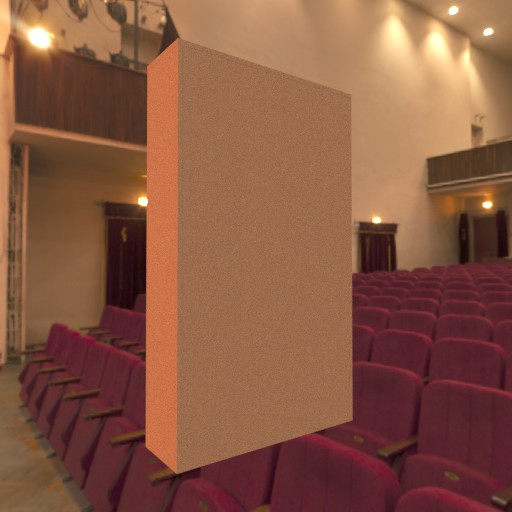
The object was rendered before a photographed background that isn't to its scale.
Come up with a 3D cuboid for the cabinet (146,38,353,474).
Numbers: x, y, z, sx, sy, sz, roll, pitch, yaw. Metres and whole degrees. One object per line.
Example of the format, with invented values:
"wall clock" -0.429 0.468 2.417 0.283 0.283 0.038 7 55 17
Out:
"cabinet" 0.000 0.000 1.621 0.750 1.280 0.250 1 -1 -36
